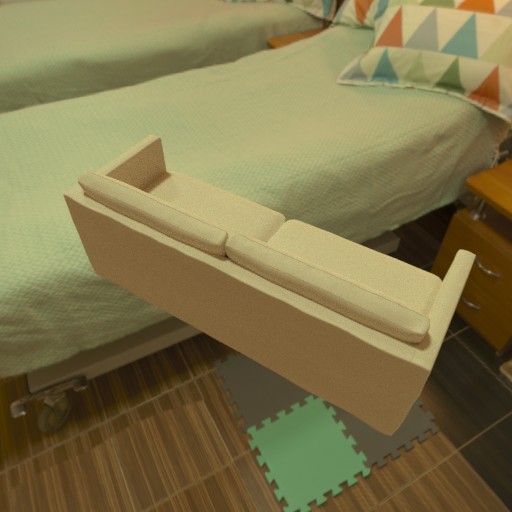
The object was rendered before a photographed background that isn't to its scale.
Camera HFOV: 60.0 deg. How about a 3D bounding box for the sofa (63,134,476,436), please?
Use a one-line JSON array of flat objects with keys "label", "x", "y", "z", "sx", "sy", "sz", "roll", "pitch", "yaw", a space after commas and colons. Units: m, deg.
[{"label": "sofa", "x": 0.000, "y": 0.000, "z": 3.304, "sx": 2.779, "sy": 0.999, "sz": 1.036, "roll": 24, "pitch": 51, "yaw": 21}]
